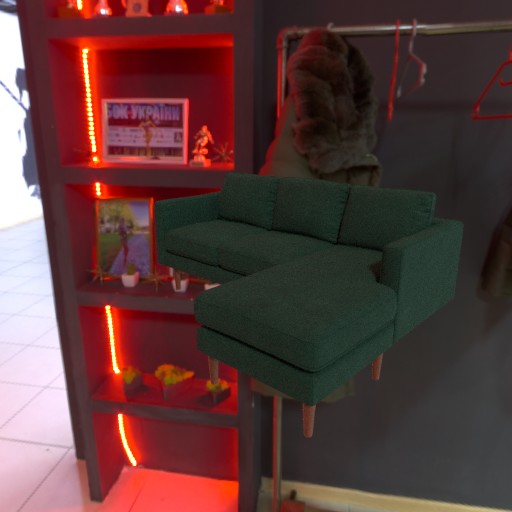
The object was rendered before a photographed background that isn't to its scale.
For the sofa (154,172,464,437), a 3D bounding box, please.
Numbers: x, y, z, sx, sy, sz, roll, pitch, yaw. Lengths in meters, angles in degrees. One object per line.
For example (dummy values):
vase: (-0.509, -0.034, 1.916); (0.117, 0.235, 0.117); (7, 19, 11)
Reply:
sofa: (0.000, 0.000, 2.860); (2.030, 0.899, 1.580); (15, 22, 40)
